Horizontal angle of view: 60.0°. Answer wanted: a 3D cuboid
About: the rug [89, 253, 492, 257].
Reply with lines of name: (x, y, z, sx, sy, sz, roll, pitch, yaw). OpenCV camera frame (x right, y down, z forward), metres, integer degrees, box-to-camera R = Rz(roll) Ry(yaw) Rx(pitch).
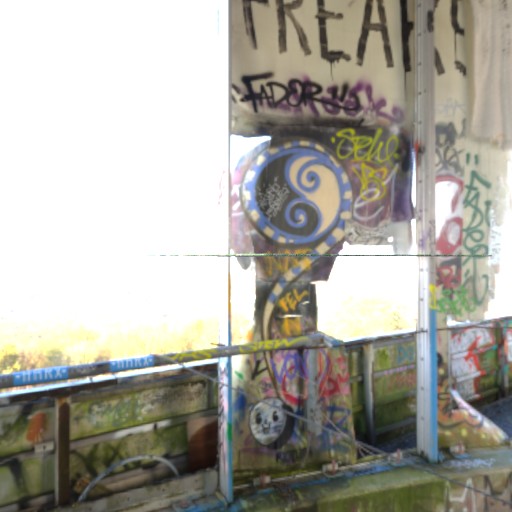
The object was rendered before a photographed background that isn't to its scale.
rug: (0.000, 0.000, 2.315, 1.220, 0.006, 1.826, 0, 0, -35)
